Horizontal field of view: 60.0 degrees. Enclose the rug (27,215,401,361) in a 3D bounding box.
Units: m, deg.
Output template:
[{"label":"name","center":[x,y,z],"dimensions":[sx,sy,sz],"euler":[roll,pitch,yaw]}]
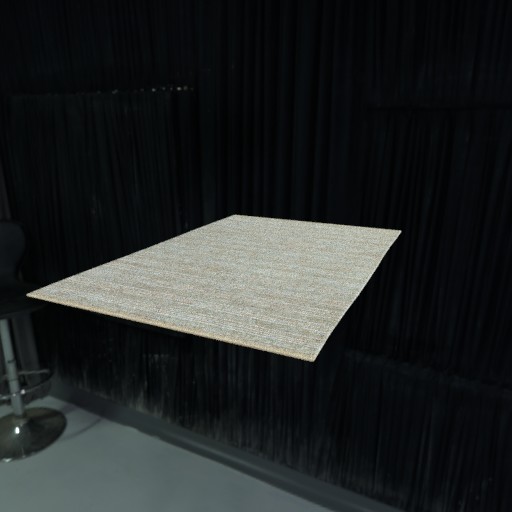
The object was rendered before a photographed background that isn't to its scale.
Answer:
[{"label":"rug","center":[0.000,0.000,2.361],"dimensions":[1.240,0.010,1.824],"euler":[8,18,24]}]
